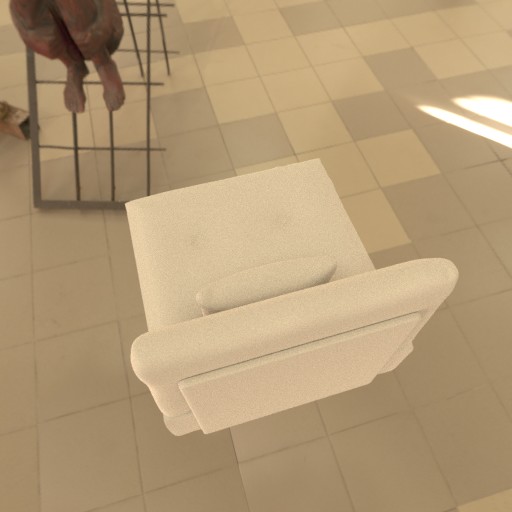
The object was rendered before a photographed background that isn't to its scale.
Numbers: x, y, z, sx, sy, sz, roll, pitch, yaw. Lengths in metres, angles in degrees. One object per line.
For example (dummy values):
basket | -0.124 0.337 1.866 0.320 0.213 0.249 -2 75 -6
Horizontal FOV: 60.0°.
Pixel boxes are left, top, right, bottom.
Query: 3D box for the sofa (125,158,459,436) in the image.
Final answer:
sofa | 0.000 0.000 1.696 0.935 0.828 1.000 -14 59 -9
